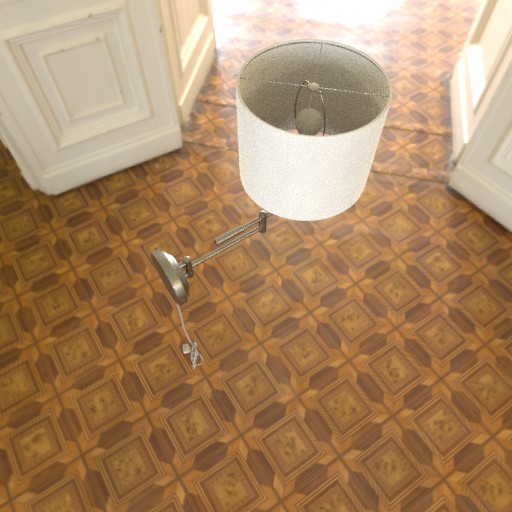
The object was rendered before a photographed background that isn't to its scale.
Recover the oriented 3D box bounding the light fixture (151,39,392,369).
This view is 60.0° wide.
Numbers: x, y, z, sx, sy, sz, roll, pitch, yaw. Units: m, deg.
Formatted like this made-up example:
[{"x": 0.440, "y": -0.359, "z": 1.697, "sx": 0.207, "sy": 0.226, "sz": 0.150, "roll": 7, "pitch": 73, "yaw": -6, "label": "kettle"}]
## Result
[{"x": 0.000, "y": 0.000, "z": 1.039, "sx": 0.479, "sy": 0.842, "sz": 0.253, "roll": -29, "pitch": 62, "yaw": -18, "label": "light fixture"}]
